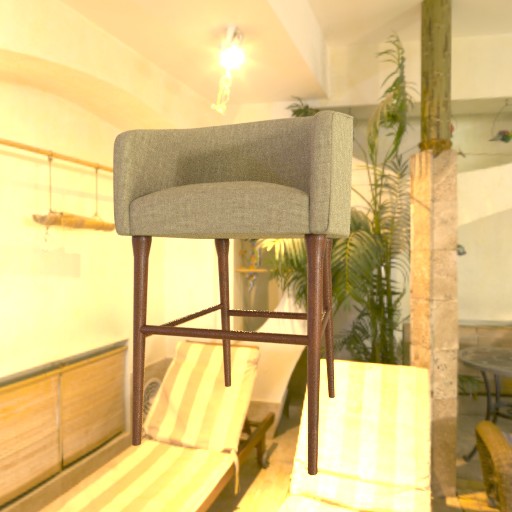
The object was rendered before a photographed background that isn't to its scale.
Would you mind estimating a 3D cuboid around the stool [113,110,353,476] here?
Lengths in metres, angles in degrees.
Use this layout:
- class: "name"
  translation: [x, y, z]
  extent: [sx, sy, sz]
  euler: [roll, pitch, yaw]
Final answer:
- class: "stool"
  translation: [0.000, 0.000, 1.309]
  extent: [0.559, 0.952, 0.635]
  euler: [0, 1, 19]
